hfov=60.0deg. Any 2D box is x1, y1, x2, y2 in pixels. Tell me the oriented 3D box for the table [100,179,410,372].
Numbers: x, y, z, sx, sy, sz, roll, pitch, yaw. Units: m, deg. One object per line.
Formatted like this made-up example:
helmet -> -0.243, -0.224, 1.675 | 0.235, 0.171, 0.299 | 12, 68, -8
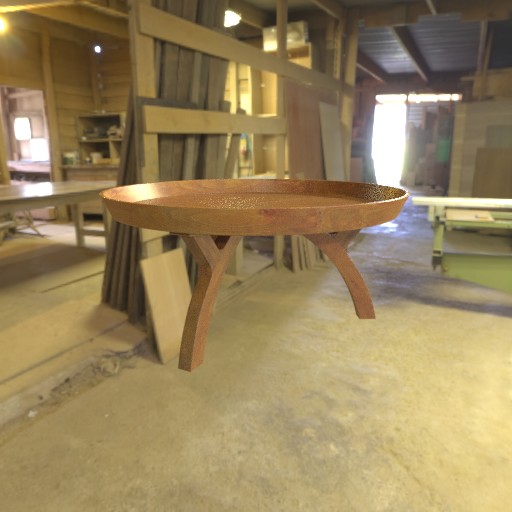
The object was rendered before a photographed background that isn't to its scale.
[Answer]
table -> 0.000, 0.000, 1.559 | 1.016, 0.470, 1.016 | 0, 14, 0
